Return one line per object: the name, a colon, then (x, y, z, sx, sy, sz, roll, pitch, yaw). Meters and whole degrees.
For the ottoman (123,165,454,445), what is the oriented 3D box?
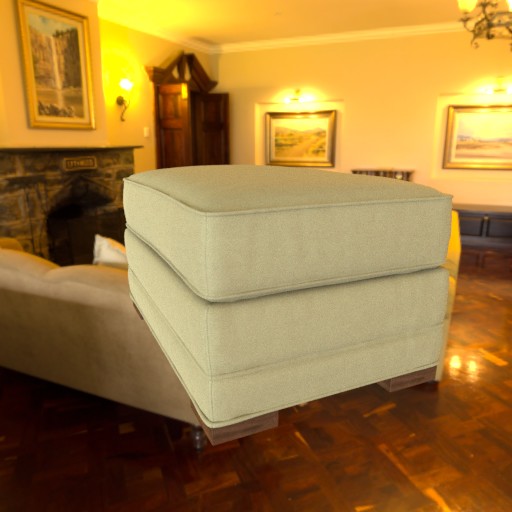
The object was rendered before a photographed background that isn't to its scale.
ottoman: (0.000, 0.000, 1.237, 0.611, 0.482, 0.848, -7, 16, -24)
